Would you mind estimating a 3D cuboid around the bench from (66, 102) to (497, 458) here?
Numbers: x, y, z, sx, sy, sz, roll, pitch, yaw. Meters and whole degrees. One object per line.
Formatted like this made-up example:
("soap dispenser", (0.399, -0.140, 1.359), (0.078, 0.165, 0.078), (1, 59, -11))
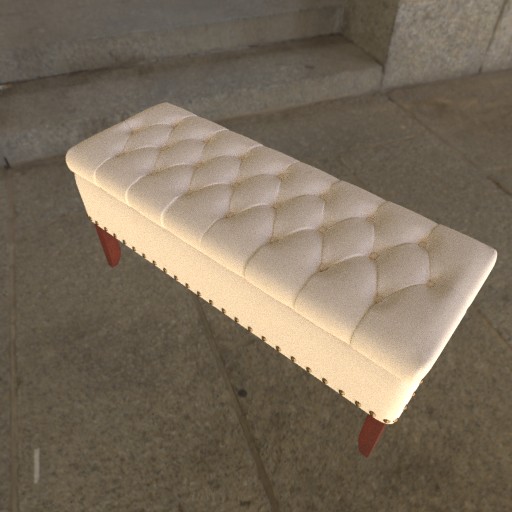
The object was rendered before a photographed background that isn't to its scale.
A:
("bench", (0.000, 0.000, 1.230), (1.054, 0.470, 0.400), (31, 53, 26))
